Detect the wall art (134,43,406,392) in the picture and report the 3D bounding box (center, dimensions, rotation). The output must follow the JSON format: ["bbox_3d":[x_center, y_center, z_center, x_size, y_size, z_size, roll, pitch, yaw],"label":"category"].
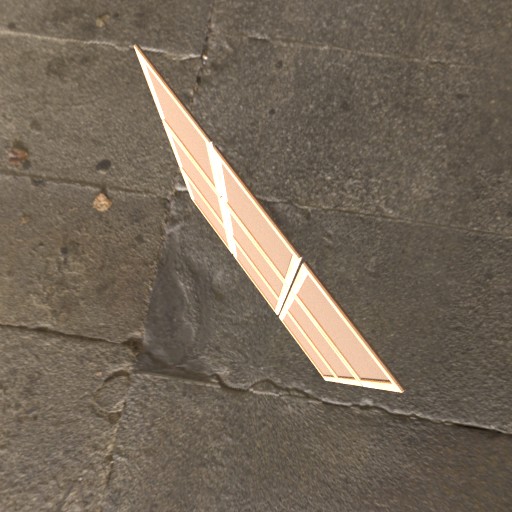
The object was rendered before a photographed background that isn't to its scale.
[{"bbox_3d":[0.000,0.000,1.781,0.013,1.218,1.216,-35,78,-8],"label":"wall art"}]
